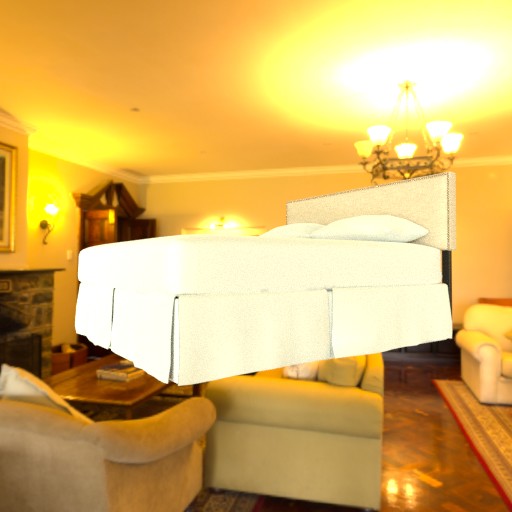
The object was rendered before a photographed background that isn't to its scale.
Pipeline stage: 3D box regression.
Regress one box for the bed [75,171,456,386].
[{"bbox_3d":[0.000,0.000,2.813,1.876,1.016,1.616,1,-1,-35],"label":"bed"}]
